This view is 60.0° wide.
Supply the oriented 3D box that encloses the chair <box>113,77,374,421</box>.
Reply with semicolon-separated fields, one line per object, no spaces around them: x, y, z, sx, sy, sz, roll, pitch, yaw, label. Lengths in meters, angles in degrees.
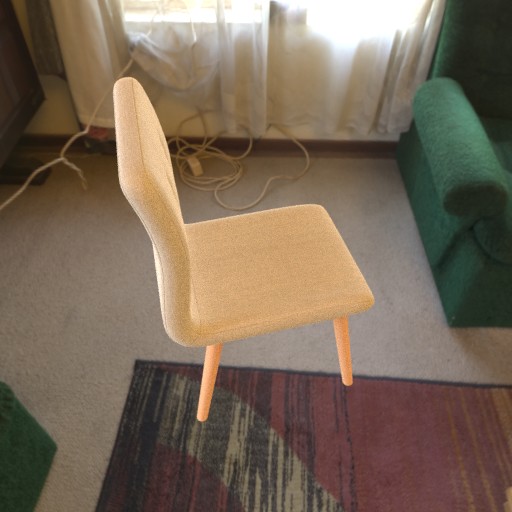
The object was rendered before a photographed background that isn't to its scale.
0.000;0.000;1.193;0.550;0.885;0.435;-10;47;-10;chair
